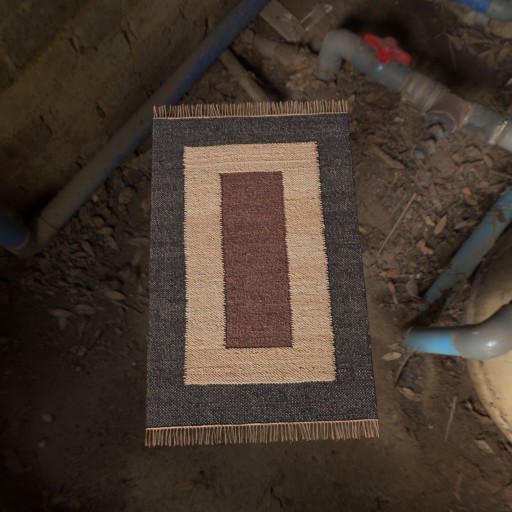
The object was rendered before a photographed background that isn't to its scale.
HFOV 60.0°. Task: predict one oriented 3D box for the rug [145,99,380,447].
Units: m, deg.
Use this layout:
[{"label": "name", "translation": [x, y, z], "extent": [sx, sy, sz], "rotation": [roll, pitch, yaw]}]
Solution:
[{"label": "rug", "translation": [0.000, 0.000, 2.554], "extent": [1.224, 0.027, 2.021], "rotation": [-2, 76, -1]}]
